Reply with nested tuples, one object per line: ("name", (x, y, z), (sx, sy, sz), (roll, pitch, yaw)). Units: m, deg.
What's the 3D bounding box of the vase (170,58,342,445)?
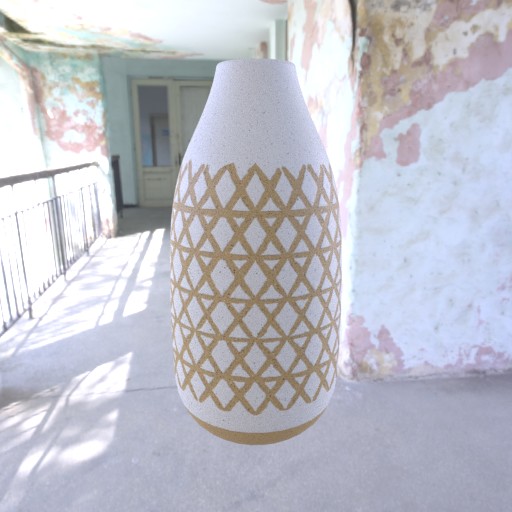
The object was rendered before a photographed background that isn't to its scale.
("vase", (0.000, 0.000, 0.475), (0.186, 0.380, 0.186), (0, 15, 0))
